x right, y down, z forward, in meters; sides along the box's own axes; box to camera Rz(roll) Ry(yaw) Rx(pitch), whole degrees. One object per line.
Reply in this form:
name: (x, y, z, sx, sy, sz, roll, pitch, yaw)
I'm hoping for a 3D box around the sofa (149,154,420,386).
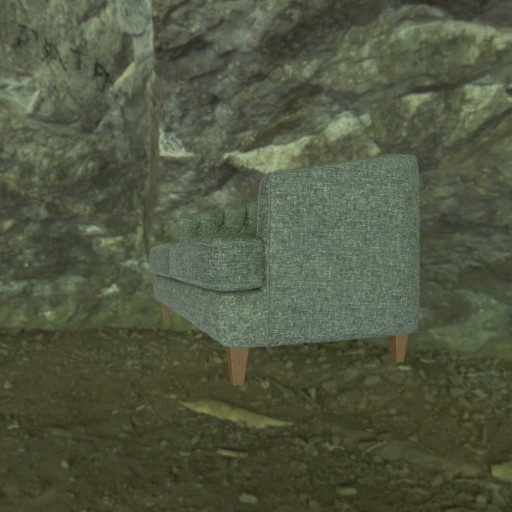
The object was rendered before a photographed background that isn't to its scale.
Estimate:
sofa: (0.000, 0.000, 2.334, 0.941, 0.855, 1.733, 0, 0, -20)
